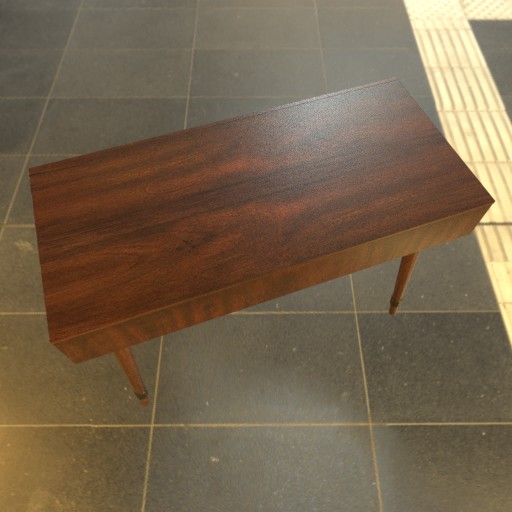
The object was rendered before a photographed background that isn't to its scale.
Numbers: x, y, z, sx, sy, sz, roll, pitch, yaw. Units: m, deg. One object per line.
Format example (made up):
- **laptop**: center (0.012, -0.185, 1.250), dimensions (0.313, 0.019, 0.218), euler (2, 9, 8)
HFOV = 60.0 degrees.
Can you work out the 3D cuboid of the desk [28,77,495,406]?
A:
- **desk**: center (0.000, 0.000, 2.082), dimensions (1.577, 1.031, 0.734), euler (-17, 61, -10)
